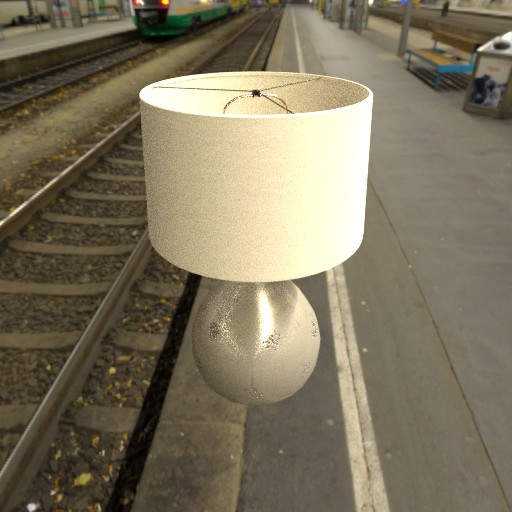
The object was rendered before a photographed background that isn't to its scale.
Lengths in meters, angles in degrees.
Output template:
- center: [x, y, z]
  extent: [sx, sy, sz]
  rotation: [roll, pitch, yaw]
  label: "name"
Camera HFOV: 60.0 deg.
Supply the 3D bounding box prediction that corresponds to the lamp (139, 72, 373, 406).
- center: [0.000, 0.000, 0.728]
  extent: [0.330, 0.521, 0.330]
  rotation: [0, 31, 0]
  label: "lamp"
